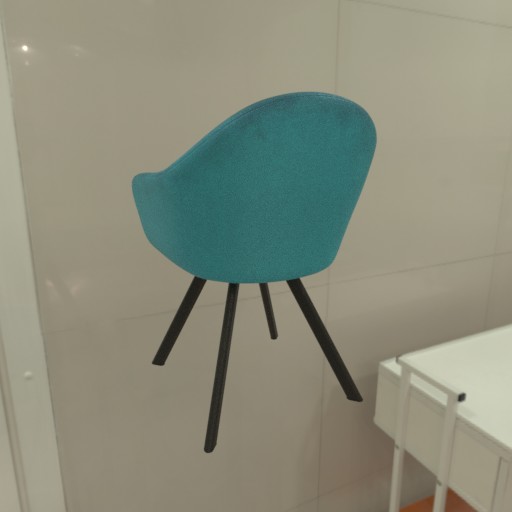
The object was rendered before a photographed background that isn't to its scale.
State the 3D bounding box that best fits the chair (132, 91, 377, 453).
[{"bbox_3d":[0.000,0.000,1.179,0.540,0.780,0.570,-8,16,-26],"label":"chair"}]
